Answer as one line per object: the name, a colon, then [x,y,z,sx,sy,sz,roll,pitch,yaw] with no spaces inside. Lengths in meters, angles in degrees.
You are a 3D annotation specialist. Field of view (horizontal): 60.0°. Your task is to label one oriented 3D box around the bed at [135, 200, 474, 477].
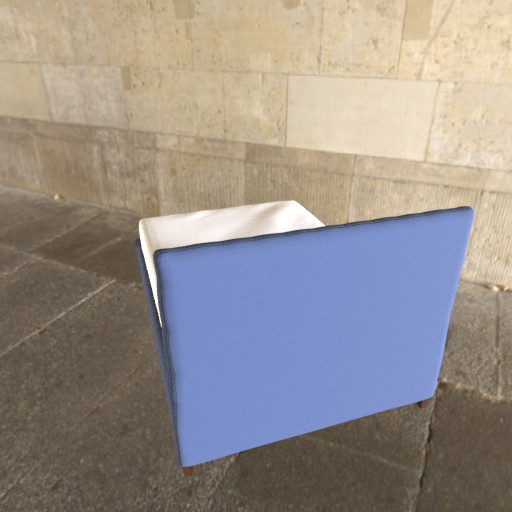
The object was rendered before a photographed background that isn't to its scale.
bed: [0.000,0.000,3.412,1.706,1.427,2.387,-9,29,-16]
